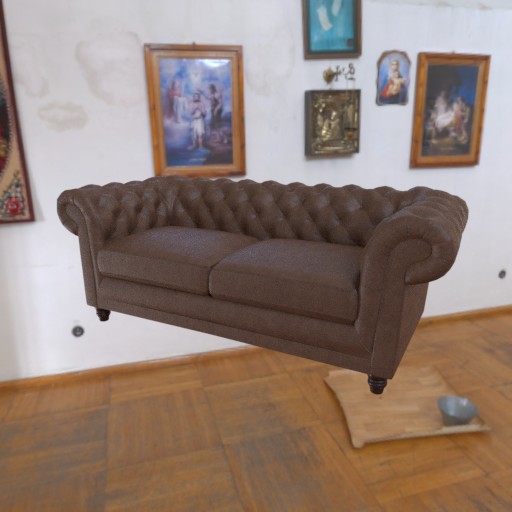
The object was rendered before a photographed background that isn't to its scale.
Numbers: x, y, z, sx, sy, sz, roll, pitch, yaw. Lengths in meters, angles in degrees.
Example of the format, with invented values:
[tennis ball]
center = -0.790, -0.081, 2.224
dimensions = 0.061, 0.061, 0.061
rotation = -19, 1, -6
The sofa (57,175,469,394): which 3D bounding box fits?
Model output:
[sofa]
center = 0.000, 0.000, 2.438
dimensions = 2.048, 0.784, 0.955
rotation = 8, 17, 27
